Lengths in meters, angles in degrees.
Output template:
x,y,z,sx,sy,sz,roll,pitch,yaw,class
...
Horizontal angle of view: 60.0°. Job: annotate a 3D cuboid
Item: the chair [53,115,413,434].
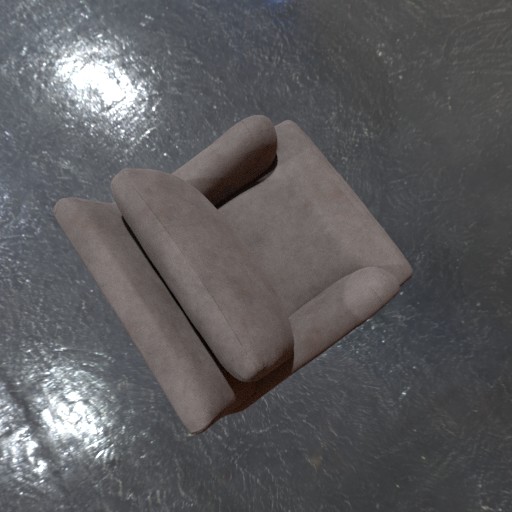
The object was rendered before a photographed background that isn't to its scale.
x,y,z,sx,sy,sz,roll,pitch,yaw,class
0.000,0.000,1.879,1.070,0.997,0.955,-34,78,-8,chair
